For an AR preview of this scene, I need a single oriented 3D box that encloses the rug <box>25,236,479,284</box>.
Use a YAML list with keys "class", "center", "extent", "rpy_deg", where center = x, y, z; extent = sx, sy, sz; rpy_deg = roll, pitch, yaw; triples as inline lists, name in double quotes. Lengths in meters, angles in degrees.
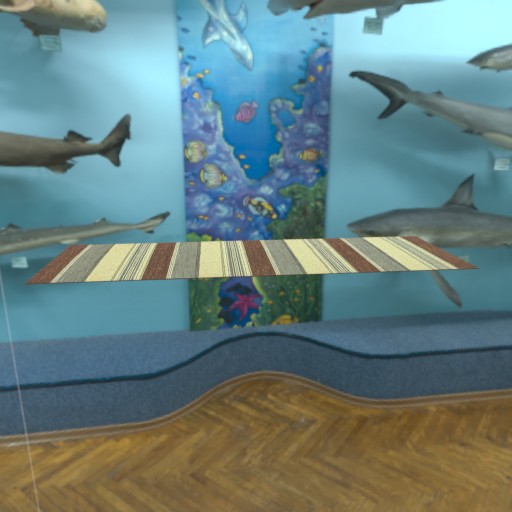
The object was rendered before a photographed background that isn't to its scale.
- class: "rug"
  center: [0.000, 0.000, 2.744]
  extent: [2.437, 0.006, 0.792]
  rpy_deg: [-2, 16, -6]
